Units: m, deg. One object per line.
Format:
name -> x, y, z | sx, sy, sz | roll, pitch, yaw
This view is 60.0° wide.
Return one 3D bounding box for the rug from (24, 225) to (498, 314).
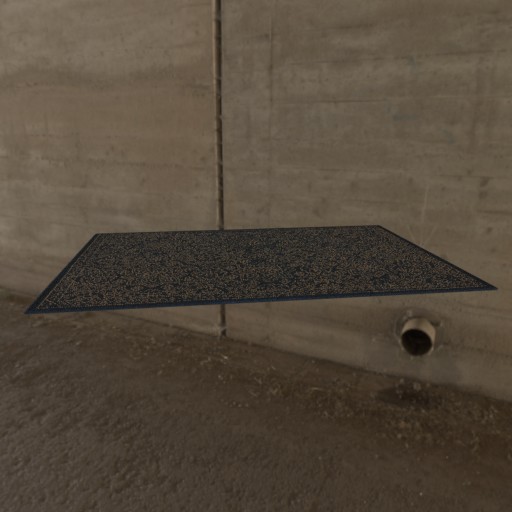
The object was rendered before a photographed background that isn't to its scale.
rug -> 0.000, 0.000, 2.263 | 1.829, 0.010, 1.219 | -2, 16, -7
